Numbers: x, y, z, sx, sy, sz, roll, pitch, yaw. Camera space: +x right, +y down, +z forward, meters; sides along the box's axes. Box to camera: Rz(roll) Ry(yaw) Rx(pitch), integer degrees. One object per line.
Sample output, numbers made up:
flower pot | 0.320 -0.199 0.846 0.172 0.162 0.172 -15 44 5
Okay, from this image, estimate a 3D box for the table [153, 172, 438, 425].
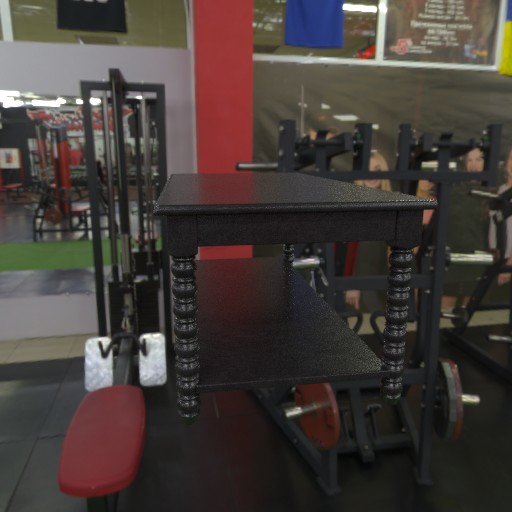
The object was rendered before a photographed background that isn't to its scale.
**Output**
table | 0.000 0.000 1.476 0.580 0.487 1.171 -2 14 -9
